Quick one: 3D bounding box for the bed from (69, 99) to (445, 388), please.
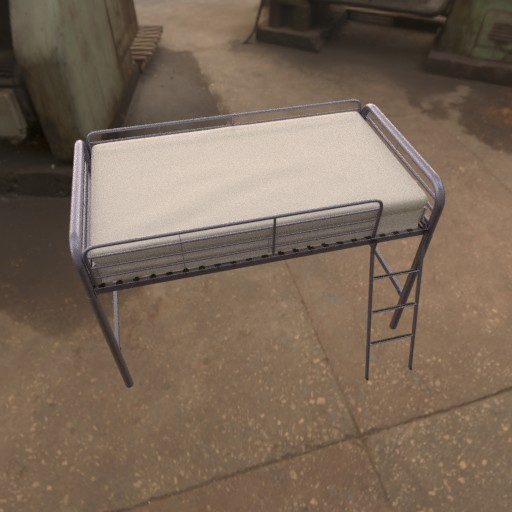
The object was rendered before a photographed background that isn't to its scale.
[{"bbox_3d":[0.000,0.000,2.894,1.965,1.288,1.415,-10,47,-10],"label":"bed"}]
